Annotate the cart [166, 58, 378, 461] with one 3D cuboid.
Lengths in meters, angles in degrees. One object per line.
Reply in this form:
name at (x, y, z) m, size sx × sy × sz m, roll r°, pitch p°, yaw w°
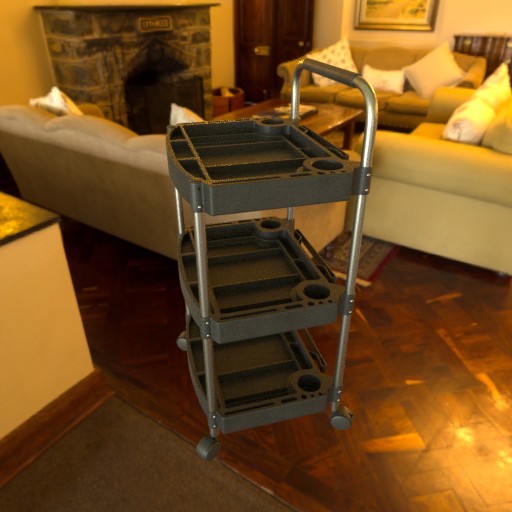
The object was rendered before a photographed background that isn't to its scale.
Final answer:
cart at (0.000, 0.000, 1.364) m, size 0.518 × 1.075 × 0.584 m, roll -8°, pitch 31°, yaw -13°
